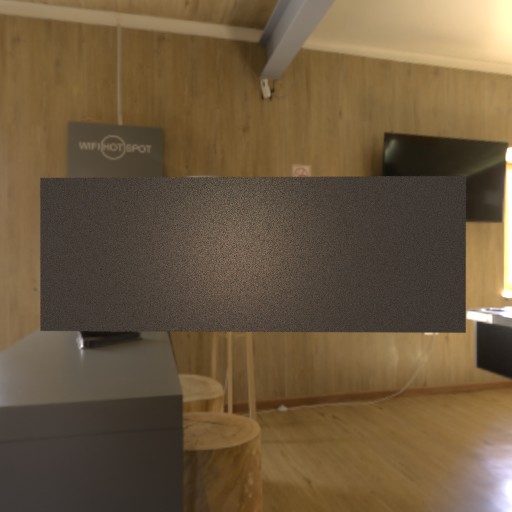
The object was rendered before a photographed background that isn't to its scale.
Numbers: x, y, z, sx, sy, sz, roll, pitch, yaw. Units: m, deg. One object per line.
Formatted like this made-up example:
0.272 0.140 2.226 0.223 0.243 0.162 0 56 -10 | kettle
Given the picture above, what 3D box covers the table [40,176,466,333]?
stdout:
0.000 0.000 1.234 0.801 0.299 0.801 0 0 1 | table
